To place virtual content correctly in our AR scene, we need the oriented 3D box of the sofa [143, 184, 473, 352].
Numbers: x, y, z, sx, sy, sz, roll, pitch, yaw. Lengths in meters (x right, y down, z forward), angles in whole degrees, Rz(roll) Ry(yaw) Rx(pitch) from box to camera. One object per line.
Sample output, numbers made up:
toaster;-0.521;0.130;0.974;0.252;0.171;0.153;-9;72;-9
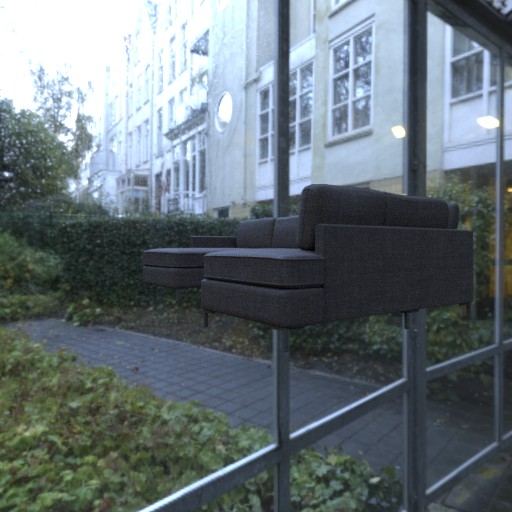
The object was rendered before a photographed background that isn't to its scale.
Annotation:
sofa;0.000;0.000;4.438;2.048;0.999;3.423;-1;1;-35
